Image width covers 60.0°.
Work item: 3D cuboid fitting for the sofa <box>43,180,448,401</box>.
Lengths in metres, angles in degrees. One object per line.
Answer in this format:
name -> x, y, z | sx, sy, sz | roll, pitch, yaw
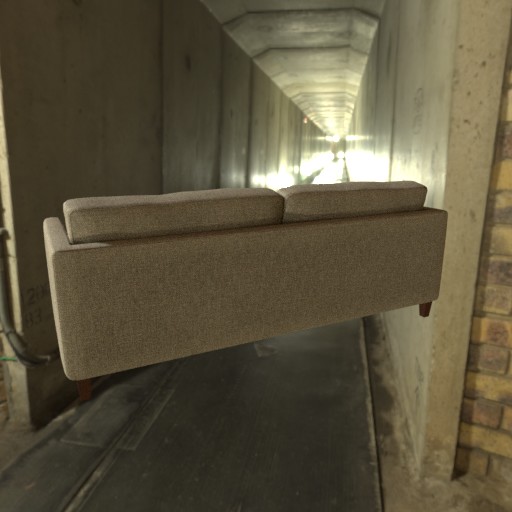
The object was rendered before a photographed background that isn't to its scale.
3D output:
sofa -> 0.000, 0.000, 2.870 | 2.434, 0.951, 0.948 | -7, 17, -26
